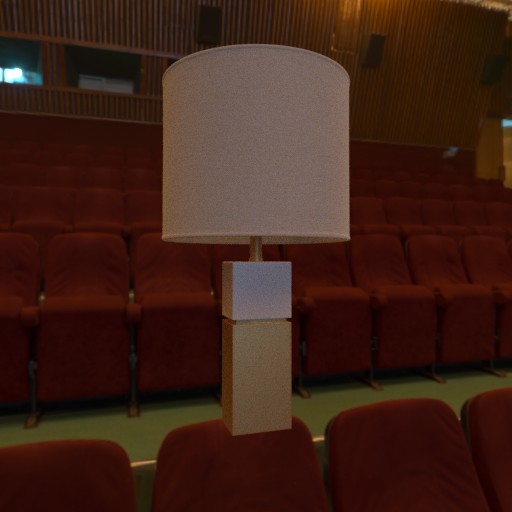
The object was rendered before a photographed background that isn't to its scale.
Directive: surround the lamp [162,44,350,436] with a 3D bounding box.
[{"bbox_3d":[0.000,0.000,0.550,0.229,0.417,0.229,0,-1,-18],"label":"lamp"}]
